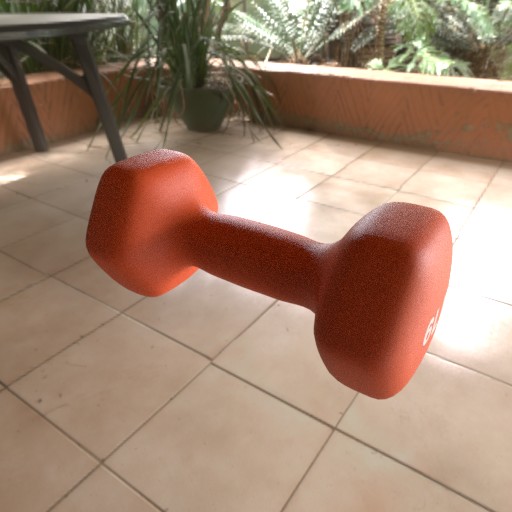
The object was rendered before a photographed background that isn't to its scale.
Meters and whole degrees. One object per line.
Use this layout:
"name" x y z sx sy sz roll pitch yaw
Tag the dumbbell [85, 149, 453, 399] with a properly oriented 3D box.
"dumbbell" 0.000 0.000 0.204 0.162 0.071 0.079 19 35 29
